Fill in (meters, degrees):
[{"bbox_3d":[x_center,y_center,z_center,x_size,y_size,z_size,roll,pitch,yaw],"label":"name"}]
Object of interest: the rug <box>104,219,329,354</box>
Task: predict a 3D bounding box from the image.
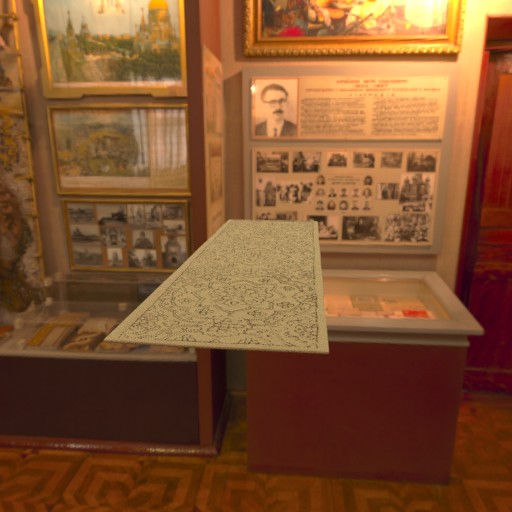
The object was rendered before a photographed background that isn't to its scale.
[{"bbox_3d":[0.000,0.000,2.644,0.769,0.012,2.448,2,15,7],"label":"rug"}]
